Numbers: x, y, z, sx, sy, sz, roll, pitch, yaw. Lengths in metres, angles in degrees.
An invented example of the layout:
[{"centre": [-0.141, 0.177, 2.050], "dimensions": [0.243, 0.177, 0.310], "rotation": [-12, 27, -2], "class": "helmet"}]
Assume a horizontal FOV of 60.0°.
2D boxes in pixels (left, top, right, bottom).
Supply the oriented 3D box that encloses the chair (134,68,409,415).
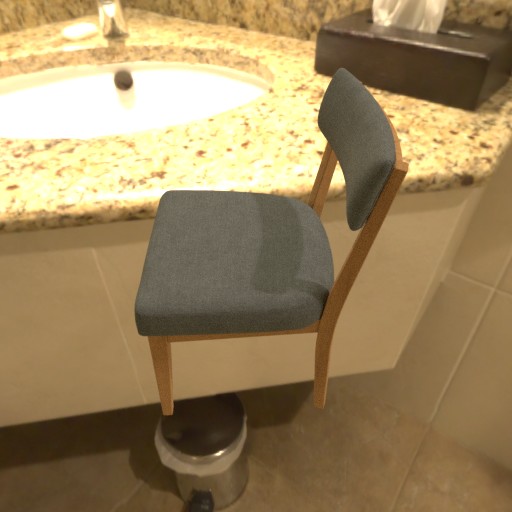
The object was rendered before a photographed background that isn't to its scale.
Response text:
[{"centre": [0.000, 0.000, 1.197], "dimensions": [0.572, 0.832, 0.508], "rotation": [-1, 41, -1], "class": "chair"}]
